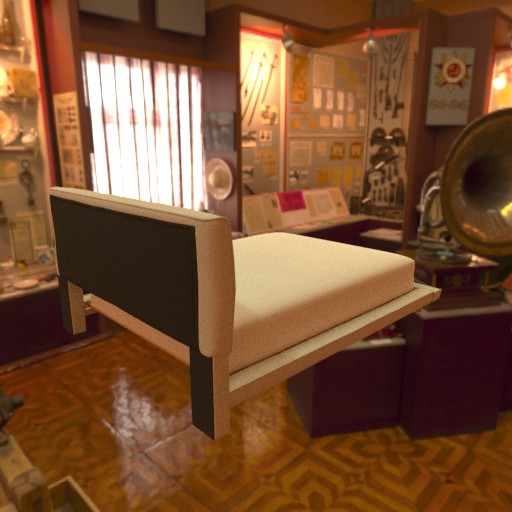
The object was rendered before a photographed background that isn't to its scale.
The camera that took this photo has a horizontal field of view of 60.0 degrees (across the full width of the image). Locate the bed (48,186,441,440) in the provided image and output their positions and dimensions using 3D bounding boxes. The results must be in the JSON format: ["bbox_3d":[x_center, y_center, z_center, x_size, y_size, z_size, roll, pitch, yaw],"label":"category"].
[{"bbox_3d":[0.000,0.000,3.321,2.368,1.067,1.840,-13,19,-42],"label":"bed"}]
